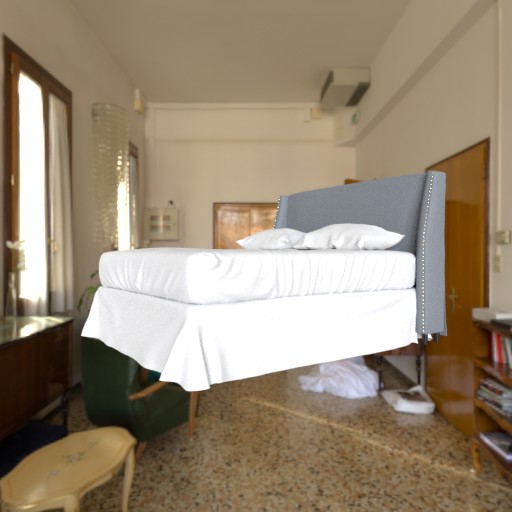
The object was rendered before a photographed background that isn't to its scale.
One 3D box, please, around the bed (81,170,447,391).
[{"bbox_3d":[0.000,0.000,3.535,2.276,1.332,1.925,0,1,-35],"label":"bed"}]
